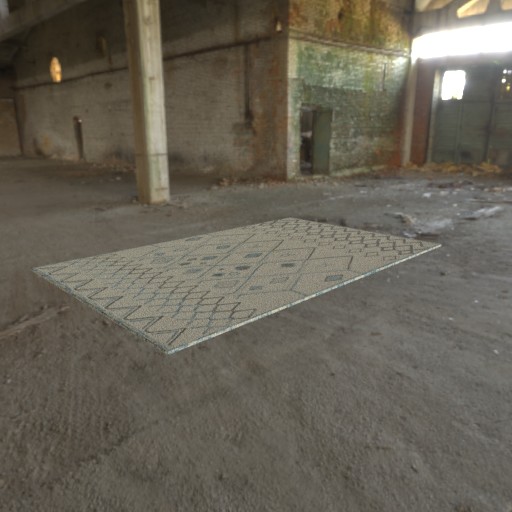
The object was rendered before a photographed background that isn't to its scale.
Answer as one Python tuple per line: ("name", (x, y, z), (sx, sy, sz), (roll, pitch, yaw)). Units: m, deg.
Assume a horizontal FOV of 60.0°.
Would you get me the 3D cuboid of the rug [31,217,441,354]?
("rug", (0.000, 0.000, 3.054), (2.439, 0.015, 1.524), (-15, 21, -42))
